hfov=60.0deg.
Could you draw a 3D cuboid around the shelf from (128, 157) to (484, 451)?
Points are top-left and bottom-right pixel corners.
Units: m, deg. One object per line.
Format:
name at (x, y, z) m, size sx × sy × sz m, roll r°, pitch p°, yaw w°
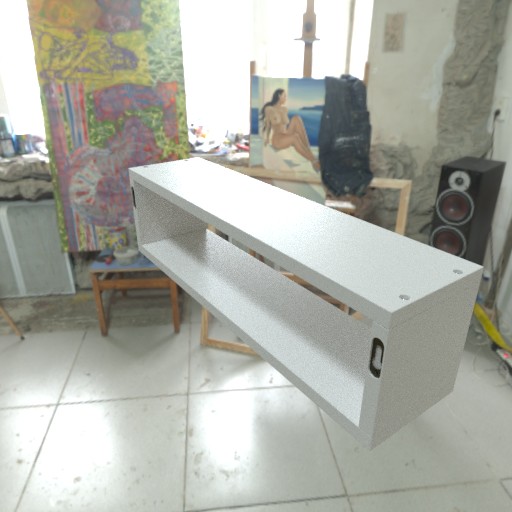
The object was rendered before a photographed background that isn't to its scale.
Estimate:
shelf at (0.000, 0.000, 0.685) m, size 0.150 × 0.170 × 0.610 m, roll -17°, pitch 31°, yaw -32°
